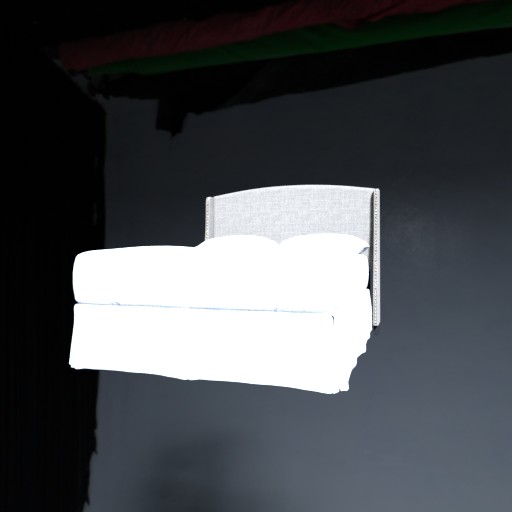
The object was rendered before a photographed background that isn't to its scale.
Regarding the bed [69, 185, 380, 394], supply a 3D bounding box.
[{"bbox_3d":[0.000,0.000,3.407,1.710,1.407,2.237,0,-1,19],"label":"bed"}]
